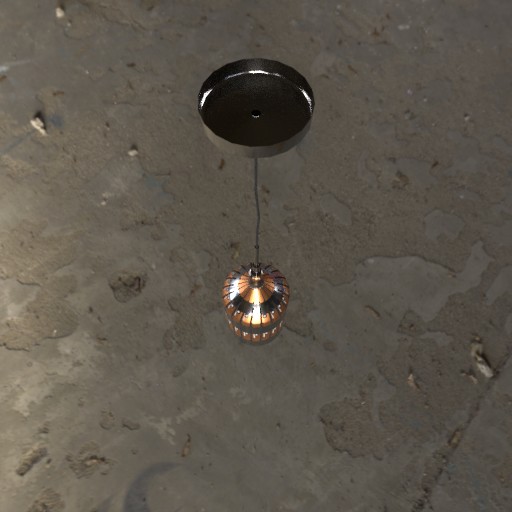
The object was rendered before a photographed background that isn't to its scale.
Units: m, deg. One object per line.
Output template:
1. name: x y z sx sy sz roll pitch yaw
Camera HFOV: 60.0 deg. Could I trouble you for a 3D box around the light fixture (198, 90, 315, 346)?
1. light fixture: 0.000 0.000 1.630 0.303 1.535 0.303 0 65 0
